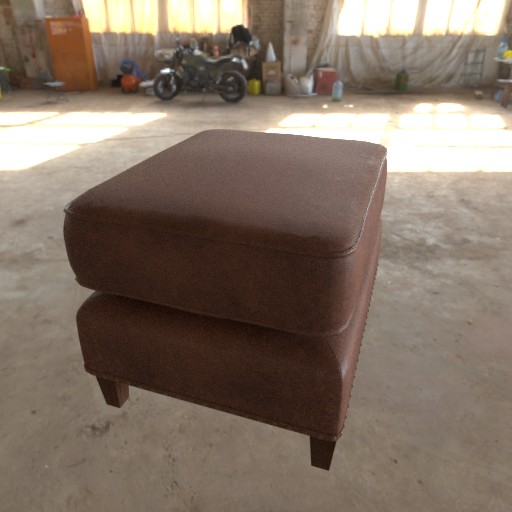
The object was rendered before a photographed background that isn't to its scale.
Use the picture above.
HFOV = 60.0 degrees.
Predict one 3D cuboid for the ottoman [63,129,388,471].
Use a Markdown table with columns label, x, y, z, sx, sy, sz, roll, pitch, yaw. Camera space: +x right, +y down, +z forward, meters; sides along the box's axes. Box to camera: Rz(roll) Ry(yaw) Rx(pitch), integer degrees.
| label | x | y | z | sx | sy | sz | roll | pitch | yaw |
| --- | --- | --- | --- | --- | --- | --- | --- | --- | --- |
| ottoman | 0.000 | 0.000 | 1.133 | 0.589 | 0.537 | 0.738 | 9 | 30 | 17 |
